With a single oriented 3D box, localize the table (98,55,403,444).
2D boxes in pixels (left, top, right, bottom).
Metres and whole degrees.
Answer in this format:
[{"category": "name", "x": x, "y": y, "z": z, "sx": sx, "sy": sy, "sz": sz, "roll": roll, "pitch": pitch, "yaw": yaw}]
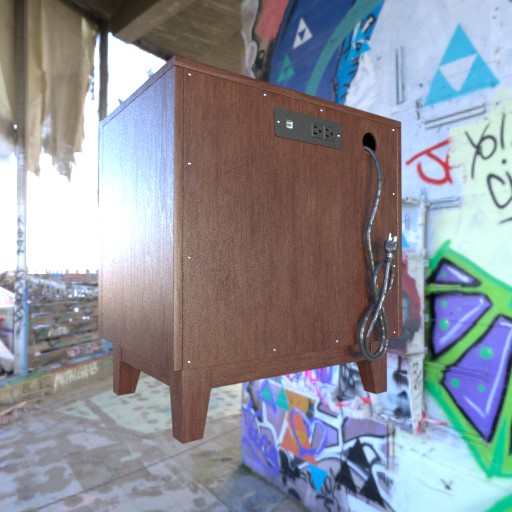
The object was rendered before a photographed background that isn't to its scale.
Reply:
[{"category": "table", "x": 0.000, "y": 0.000, "z": 0.983, "sx": 0.557, "sy": 0.609, "sz": 0.449, "roll": 1, "pitch": -1, "yaw": -35}]
